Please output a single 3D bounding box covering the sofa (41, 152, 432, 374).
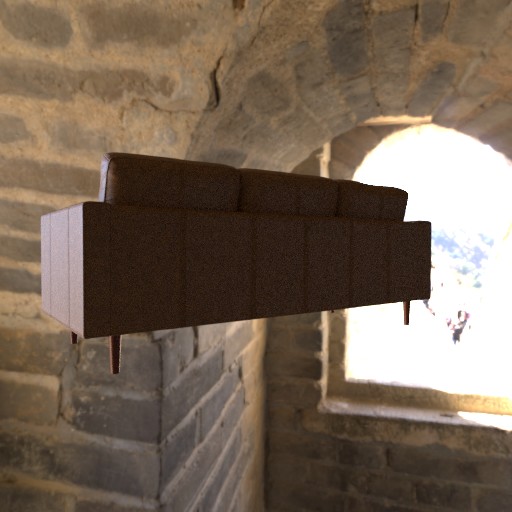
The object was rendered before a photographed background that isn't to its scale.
[{"bbox_3d":[0.000,0.000,2.671,2.231,0.930,0.903,-1,1,-35],"label":"sofa"}]
